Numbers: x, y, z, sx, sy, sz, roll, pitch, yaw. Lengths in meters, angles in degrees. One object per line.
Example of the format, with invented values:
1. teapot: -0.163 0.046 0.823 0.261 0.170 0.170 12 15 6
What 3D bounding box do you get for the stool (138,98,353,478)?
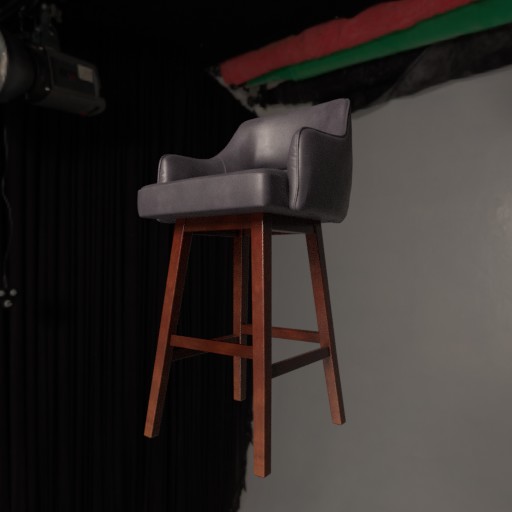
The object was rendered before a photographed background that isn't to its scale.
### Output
1. stool: 0.000 0.000 1.360 0.550 1.041 0.560 0 -1 36
